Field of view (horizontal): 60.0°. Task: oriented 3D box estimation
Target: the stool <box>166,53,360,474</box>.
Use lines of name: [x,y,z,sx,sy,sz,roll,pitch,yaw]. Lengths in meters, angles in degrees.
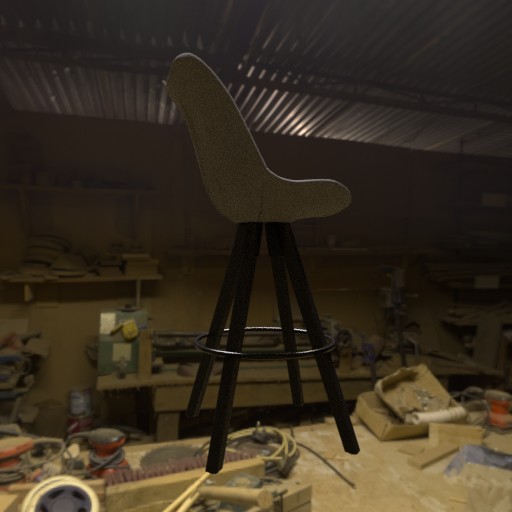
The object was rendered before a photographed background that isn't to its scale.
stool: [0.000,0.000,1.399,0.550,1.115,0.485,0,0,-16]
